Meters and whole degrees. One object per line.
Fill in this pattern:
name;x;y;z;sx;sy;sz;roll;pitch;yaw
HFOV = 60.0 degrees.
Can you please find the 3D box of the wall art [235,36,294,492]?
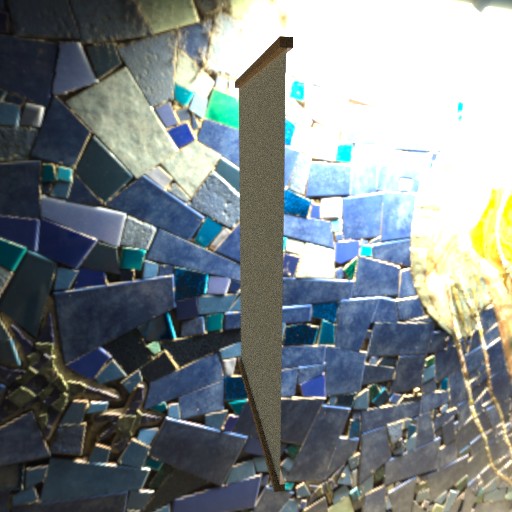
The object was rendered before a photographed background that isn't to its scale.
wall art;0.000;0.000;1.276;0.027;1.020;0.669;-3;15;-10
